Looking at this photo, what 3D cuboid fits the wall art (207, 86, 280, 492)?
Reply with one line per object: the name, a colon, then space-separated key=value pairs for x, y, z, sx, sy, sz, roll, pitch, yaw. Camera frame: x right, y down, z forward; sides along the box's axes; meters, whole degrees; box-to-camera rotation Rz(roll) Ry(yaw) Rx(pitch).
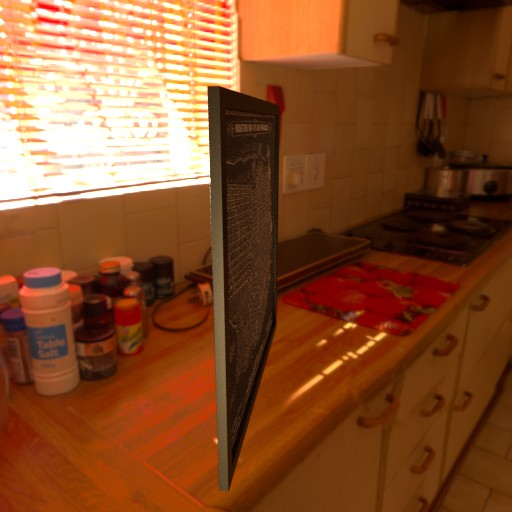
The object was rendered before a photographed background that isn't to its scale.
wall art: x=0.000 y=0.000 z=0.685 sx=0.012 sy=0.458 sz=0.457 roll=3 pitch=17 yaw=9
